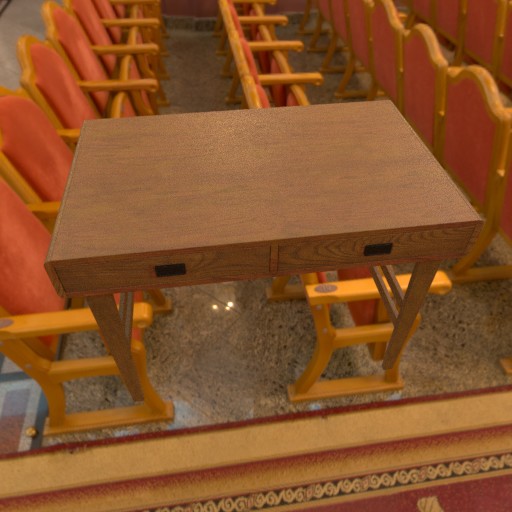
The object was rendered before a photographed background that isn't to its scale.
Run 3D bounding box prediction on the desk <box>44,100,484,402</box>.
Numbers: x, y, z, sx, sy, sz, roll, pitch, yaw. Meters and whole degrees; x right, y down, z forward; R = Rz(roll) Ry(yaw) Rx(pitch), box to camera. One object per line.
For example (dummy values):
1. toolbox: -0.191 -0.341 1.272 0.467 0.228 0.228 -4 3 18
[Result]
1. desk: 0.000 0.000 1.544 1.066 0.754 0.660 -6 45 -6
